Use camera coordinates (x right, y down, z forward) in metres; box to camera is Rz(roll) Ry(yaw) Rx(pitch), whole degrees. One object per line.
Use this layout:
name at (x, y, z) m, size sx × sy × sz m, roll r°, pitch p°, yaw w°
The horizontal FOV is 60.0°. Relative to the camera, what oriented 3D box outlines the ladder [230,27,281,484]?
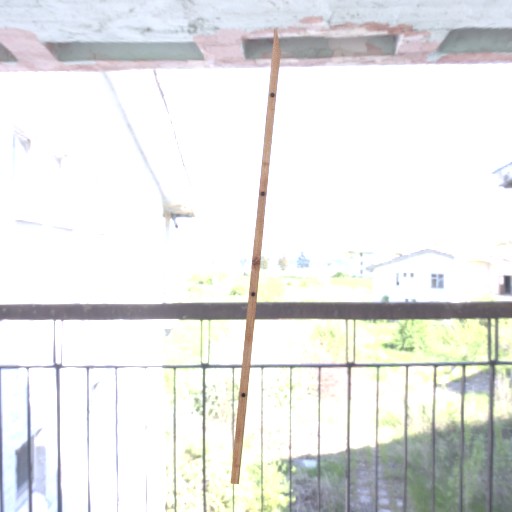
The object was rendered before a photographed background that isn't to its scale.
ladder at (0.000, 0.000, 1.969) m, size 0.200 × 1.805 × 0.442 m, roll 0°, pitch 0°, yaw 0°
